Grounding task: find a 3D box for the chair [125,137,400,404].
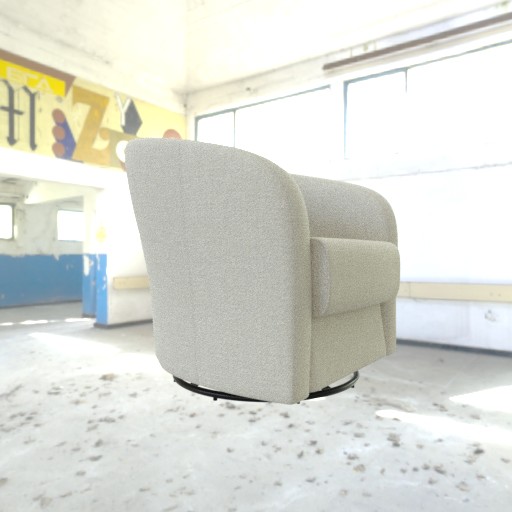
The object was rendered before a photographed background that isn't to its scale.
[{"bbox_3d":[0.000,0.000,1.463,0.815,0.771,0.791,0,0,36],"label":"chair"}]
